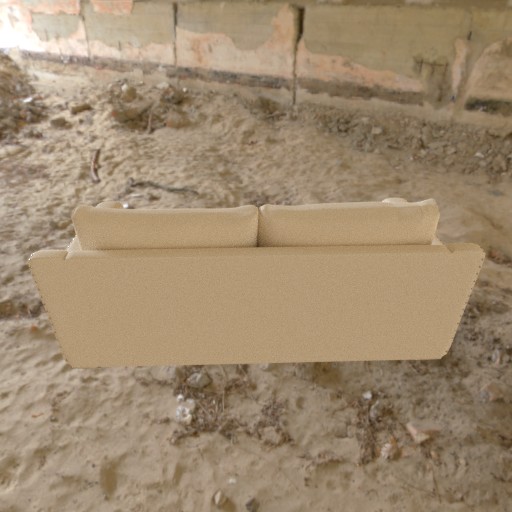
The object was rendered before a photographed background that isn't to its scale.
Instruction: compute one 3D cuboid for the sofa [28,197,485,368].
[{"bbox_3d":[0.000,0.000,2.284,1.812,0.830,0.949,-1,30,-2],"label":"sofa"}]
